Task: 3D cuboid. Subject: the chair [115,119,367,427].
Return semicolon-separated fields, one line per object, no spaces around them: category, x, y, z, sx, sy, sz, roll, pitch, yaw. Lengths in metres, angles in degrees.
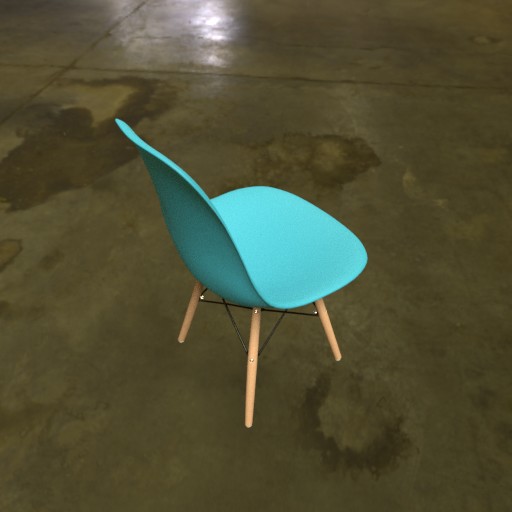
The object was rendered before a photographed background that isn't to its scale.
chair;0.000;0.000;1.141;0.531;0.826;0.470;-27;49;-27
